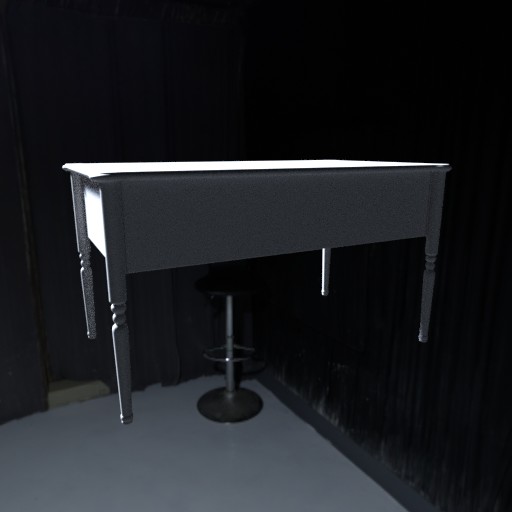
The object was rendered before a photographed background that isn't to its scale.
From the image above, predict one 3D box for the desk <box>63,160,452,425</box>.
[{"bbox_3d":[0.000,0.000,1.873,1.380,0.762,0.807,-7,15,-27],"label":"desk"}]
